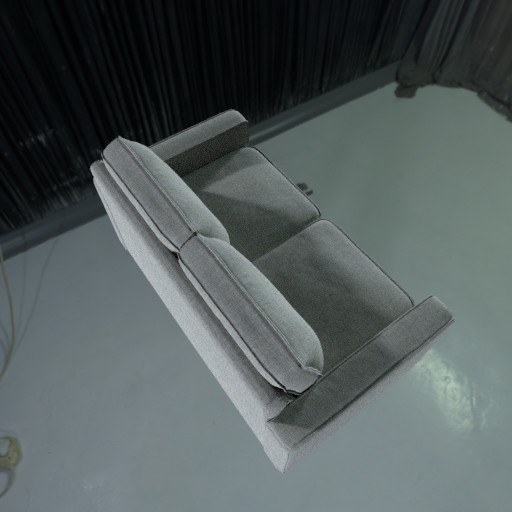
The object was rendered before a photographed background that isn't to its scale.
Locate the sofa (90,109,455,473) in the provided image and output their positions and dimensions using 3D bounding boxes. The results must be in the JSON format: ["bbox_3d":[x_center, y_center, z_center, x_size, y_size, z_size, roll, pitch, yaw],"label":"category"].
[{"bbox_3d":[0.000,0.000,2.231,0.945,0.915,1.706,-32,63,-19],"label":"sofa"}]
